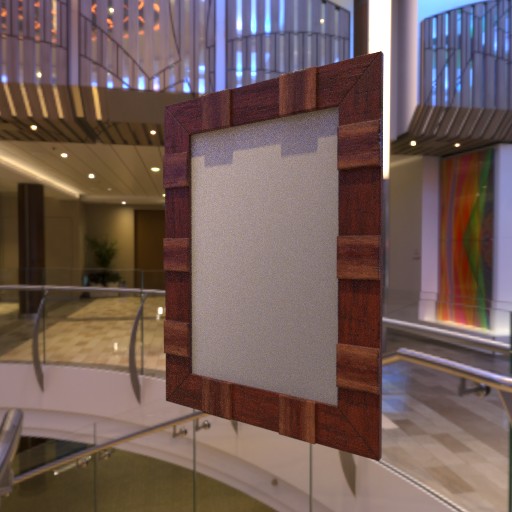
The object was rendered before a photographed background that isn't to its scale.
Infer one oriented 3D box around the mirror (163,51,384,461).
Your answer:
[{"bbox_3d":[0.000,0.000,1.043,0.600,0.805,0.021,1,2,35],"label":"mirror"}]
